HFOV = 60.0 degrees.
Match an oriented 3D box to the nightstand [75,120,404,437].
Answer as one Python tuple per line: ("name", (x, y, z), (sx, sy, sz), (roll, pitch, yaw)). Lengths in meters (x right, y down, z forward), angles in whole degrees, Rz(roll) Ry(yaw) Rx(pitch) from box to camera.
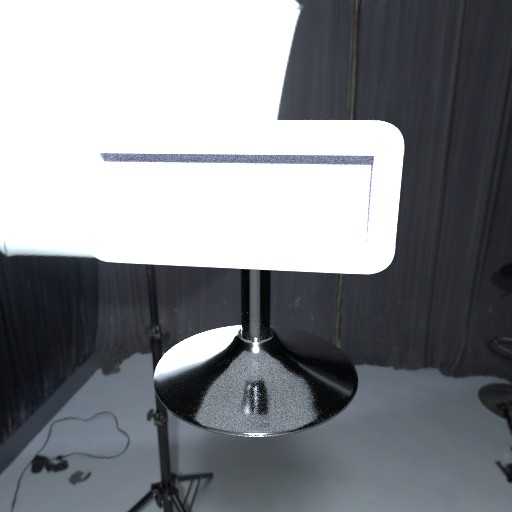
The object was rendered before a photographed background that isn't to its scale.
("nightstand", (0.000, 0.000, 0.772), (0.399, 0.447, 0.404), (2, 17, 8))
